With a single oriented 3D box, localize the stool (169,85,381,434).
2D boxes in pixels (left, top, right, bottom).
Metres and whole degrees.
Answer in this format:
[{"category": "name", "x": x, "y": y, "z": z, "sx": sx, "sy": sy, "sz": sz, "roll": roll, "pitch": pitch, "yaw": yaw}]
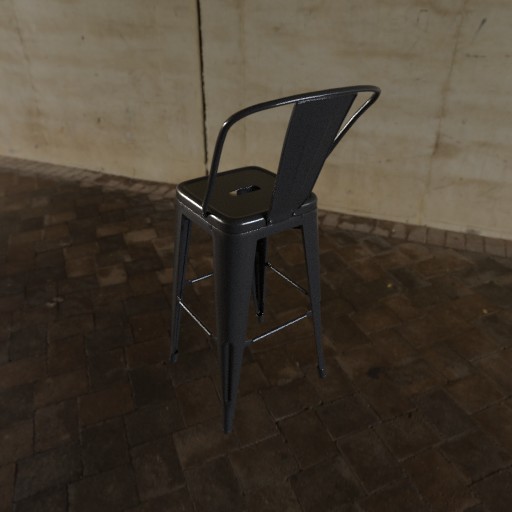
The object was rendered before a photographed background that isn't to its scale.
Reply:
[{"category": "stool", "x": 0.000, "y": 0.000, "z": 1.319, "sx": 0.432, "sy": 1.022, "sz": 0.528, "roll": -20, "pitch": 36, "yaw": -30}]
